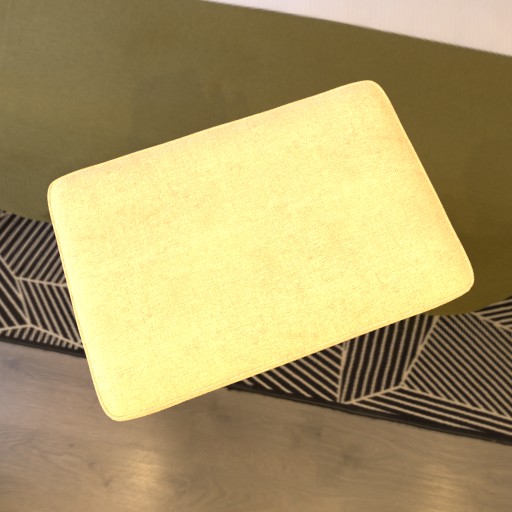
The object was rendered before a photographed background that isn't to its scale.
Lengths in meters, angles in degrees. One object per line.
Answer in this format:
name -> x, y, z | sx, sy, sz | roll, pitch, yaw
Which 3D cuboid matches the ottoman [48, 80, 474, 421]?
ottoman -> 0.000, 0.000, 1.195 | 0.862, 0.484, 0.583 | -19, 75, -5
